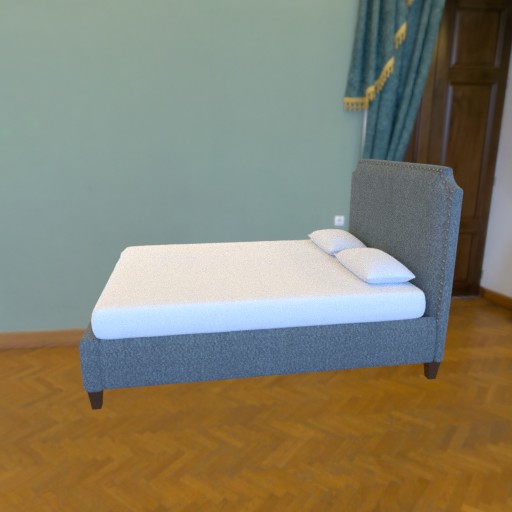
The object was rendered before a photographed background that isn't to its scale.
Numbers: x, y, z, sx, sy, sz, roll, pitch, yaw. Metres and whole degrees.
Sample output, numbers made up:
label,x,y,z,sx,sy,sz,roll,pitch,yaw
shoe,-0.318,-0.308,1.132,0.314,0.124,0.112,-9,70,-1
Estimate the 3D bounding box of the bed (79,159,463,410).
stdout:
label,x,y,z,sx,sy,sz,roll,pitch,yaw
bed,0.000,0.000,3.495,2.372,1.443,1.712,-2,15,-9
